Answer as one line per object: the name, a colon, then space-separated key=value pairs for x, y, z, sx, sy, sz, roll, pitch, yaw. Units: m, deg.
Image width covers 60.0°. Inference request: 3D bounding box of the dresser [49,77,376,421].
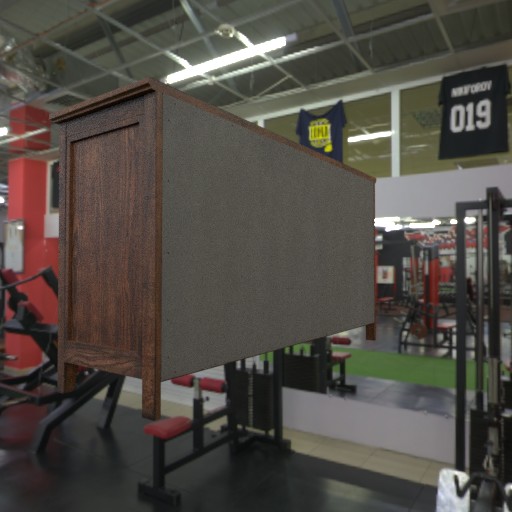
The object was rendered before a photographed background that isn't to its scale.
dresser: x=0.000 y=0.000 z=1.850 sx=0.463 sy=0.856 sz=1.551 roll=-1 pitch=-2 yaw=36
